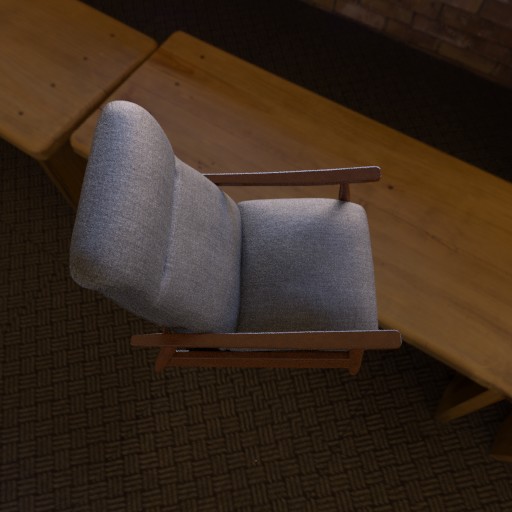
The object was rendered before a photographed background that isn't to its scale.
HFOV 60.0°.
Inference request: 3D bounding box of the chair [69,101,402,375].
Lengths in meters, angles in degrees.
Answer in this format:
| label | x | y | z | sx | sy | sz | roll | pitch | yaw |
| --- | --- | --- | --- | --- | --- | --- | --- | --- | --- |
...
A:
| label | x | y | z | sx | sy | sz | roll | pitch | yaw |
| --- | --- | --- | --- | --- | --- | --- | --- | --- | --- |
| chair | 0.000 | 0.000 | 1.777 | 1.030 | 1.082 | 0.762 | 1 | 65 | 0 |
